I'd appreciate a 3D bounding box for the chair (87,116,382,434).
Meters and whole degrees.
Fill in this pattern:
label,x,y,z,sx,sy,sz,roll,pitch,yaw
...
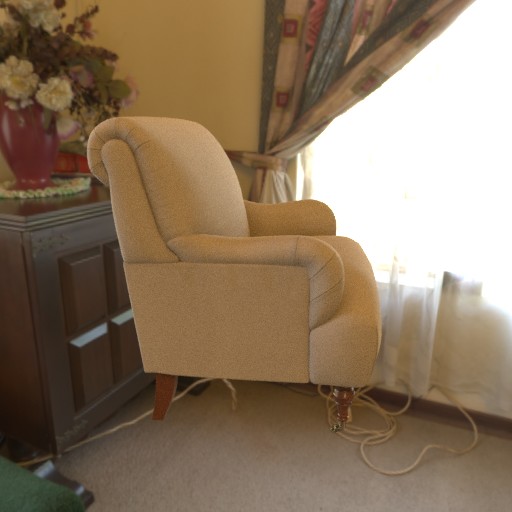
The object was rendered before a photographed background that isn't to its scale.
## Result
label,x,y,z,sx,sy,sz,roll,pitch,yaw
chair,0.000,0.000,1.574,0.842,0.942,0.766,2,16,8
